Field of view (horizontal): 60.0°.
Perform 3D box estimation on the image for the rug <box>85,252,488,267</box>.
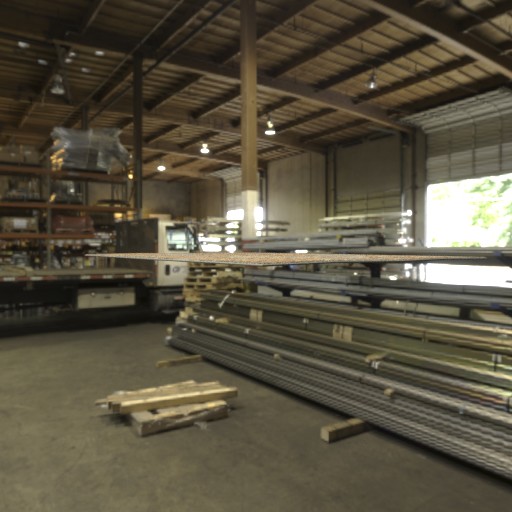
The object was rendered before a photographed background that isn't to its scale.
[{"bbox_3d":[0.000,0.000,3.984,2.158,0.024,3.063,-1,2,-36],"label":"rug"}]
